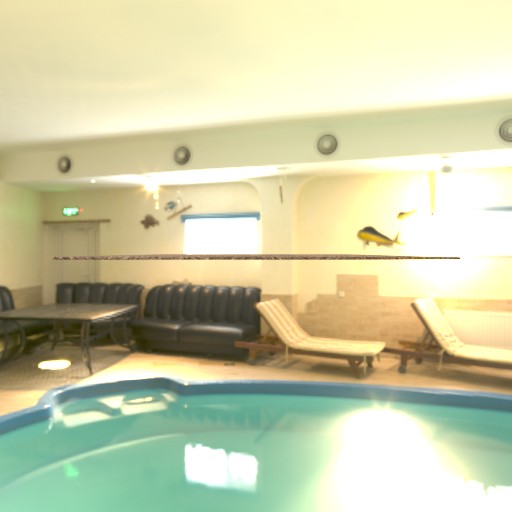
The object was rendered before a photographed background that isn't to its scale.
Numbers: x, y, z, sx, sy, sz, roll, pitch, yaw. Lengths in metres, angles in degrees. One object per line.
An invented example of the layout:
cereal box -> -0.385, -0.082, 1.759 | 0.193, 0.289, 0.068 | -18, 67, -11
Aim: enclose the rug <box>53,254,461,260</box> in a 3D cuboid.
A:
rug -> 0.000, 0.000, 4.230 | 2.448, 0.017, 3.204 | 0, 1, 0
